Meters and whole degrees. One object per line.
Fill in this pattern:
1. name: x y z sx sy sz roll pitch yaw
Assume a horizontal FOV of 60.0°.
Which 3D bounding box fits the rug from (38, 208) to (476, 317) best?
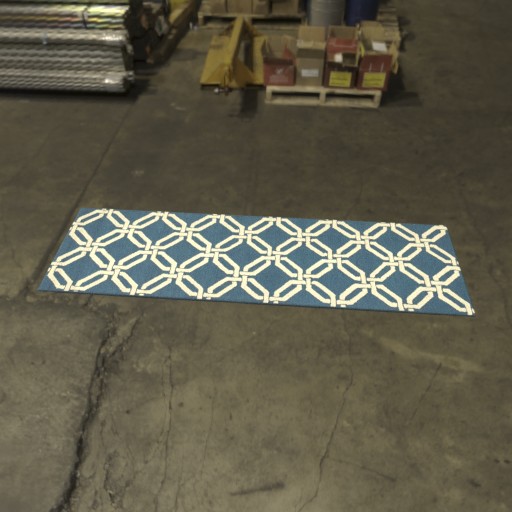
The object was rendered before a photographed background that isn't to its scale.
1. rug: 0.000 0.000 2.524 2.276 0.014 0.678 3 46 3
